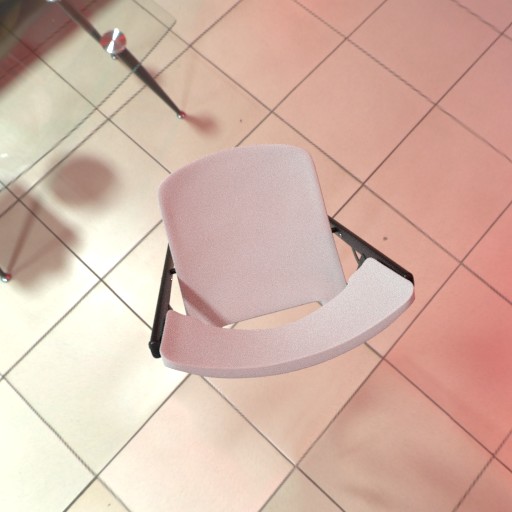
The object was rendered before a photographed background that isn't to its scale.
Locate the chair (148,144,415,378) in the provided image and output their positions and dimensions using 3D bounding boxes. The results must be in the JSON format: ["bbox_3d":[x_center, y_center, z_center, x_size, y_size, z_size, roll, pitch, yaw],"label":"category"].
[{"bbox_3d":[0.000,0.000,1.121,0.482,0.765,0.577,-14,76,-4],"label":"chair"}]
